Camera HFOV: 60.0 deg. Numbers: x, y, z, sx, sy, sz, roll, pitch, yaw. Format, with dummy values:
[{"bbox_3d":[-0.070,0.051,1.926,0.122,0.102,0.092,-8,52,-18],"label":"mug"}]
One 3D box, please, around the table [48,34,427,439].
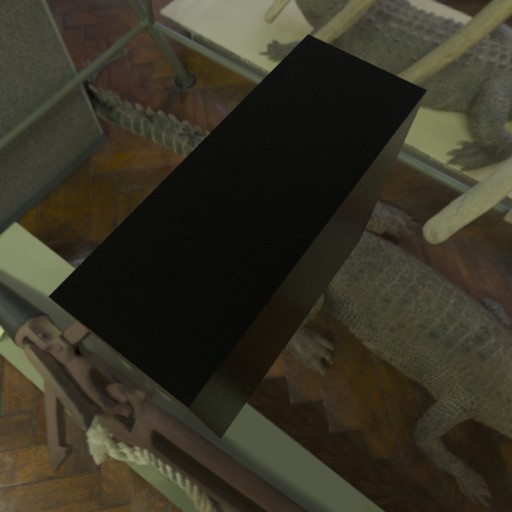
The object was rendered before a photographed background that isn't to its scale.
[{"bbox_3d":[0.000,0.000,1.341,0.380,0.790,0.930,33,68,15],"label":"table"}]
